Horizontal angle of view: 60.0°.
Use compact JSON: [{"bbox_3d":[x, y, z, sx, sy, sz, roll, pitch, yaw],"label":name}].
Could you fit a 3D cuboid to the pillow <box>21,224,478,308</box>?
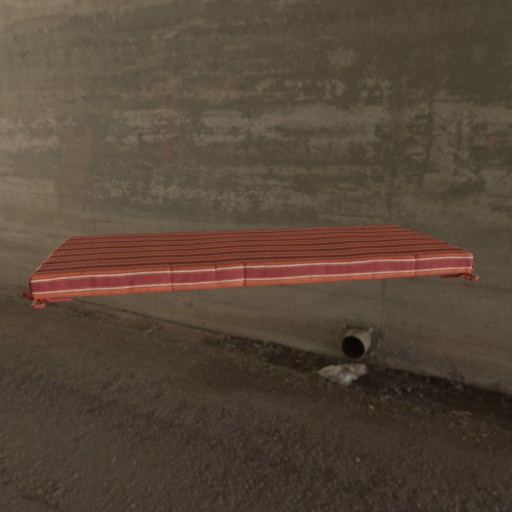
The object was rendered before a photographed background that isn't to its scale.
[{"bbox_3d":[0.000,0.000,1.312,1.187,0.081,0.492,-3,15,-10],"label":"pillow"}]
